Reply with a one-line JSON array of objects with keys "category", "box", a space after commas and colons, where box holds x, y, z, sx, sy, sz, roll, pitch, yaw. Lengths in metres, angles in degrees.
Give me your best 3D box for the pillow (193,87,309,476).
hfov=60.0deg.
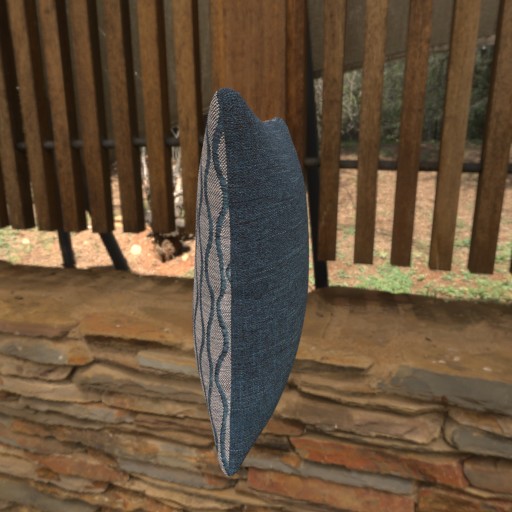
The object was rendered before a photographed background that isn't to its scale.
[{"category": "pillow", "box": [0.000, 0.000, 0.676, 0.159, 0.435, 0.435, 2, 14, 9]}]
